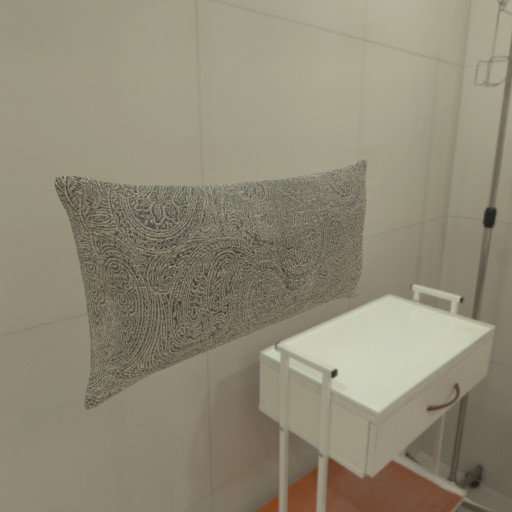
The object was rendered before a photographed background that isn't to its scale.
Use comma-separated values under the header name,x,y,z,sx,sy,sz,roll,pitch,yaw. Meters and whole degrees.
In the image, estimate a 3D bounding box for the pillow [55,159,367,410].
name,x,y,z,sx,sy,sz,roll,pitch,yaw
pillow,0.000,0.000,0.730,0.615,0.295,0.151,-14,20,-42
